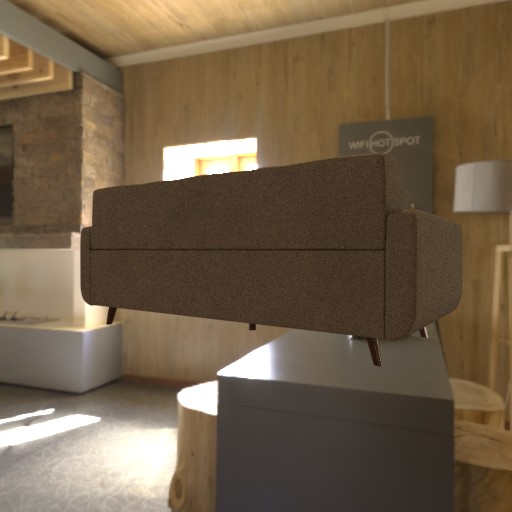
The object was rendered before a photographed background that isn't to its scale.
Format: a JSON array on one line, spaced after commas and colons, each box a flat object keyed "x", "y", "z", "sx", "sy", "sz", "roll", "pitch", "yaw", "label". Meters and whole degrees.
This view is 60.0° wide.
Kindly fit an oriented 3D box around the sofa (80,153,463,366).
[{"x": 0.000, "y": 0.000, "z": 2.522, "sx": 2.029, "sy": 0.841, "sz": 0.909, "roll": 1, "pitch": 1, "yaw": 35, "label": "sofa"}]
